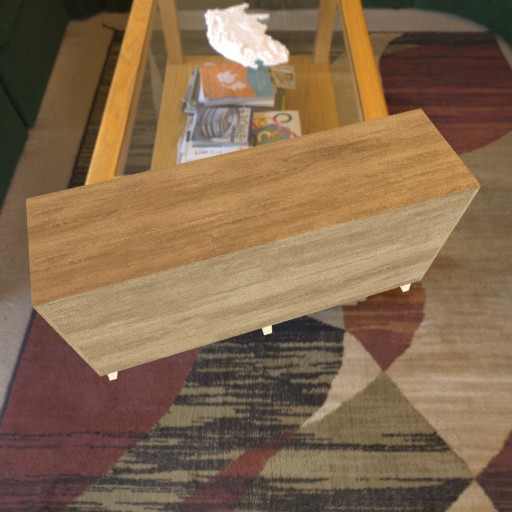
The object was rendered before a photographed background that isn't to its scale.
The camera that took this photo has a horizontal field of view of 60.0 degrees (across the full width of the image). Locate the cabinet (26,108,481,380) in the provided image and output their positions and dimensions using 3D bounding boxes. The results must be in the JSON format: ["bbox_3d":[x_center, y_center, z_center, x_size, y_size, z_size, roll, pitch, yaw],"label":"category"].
[{"bbox_3d":[0.000,0.000,1.985,1.600,0.870,0.450,-15,59,-9],"label":"cabinet"}]
